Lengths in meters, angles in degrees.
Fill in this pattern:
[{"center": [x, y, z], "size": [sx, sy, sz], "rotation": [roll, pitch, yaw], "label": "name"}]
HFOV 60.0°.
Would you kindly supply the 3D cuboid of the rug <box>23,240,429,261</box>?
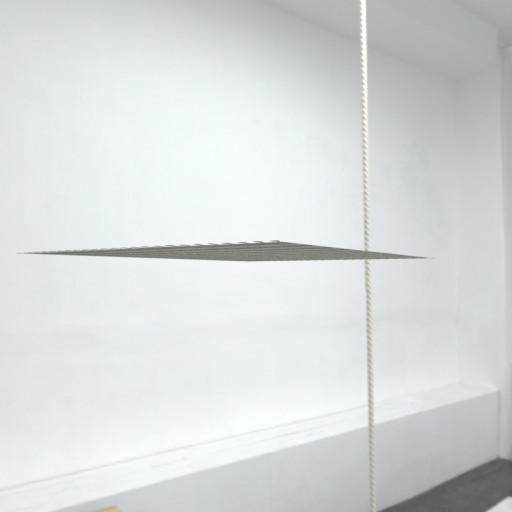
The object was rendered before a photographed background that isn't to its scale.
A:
[{"center": [0.000, 0.000, 4.109], "size": [2.439, 0.005, 3.201], "rotation": [-2, -3, 35], "label": "rug"}]
